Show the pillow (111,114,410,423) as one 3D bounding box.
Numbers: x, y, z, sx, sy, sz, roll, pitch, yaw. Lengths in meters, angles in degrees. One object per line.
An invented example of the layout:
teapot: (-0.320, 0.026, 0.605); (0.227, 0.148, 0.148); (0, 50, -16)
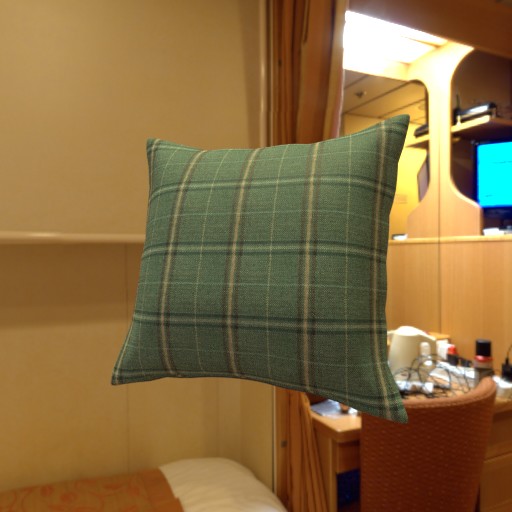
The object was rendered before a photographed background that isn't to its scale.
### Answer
pillow: (0.000, 0.000, 0.687); (0.453, 0.430, 0.200); (0, 0, 18)
